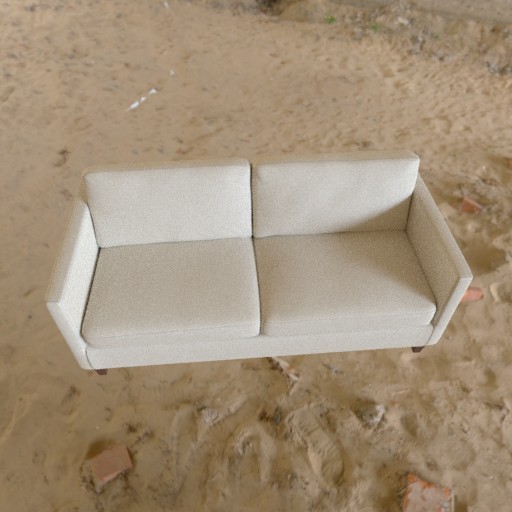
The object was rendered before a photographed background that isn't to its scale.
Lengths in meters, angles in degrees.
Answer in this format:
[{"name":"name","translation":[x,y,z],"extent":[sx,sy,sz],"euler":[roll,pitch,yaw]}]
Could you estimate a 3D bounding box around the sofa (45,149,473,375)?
[{"name":"sofa","translation":[0.000,0.000,2.486],"extent":[1.981,0.889,0.965],"euler":[-3,47,-3]}]
